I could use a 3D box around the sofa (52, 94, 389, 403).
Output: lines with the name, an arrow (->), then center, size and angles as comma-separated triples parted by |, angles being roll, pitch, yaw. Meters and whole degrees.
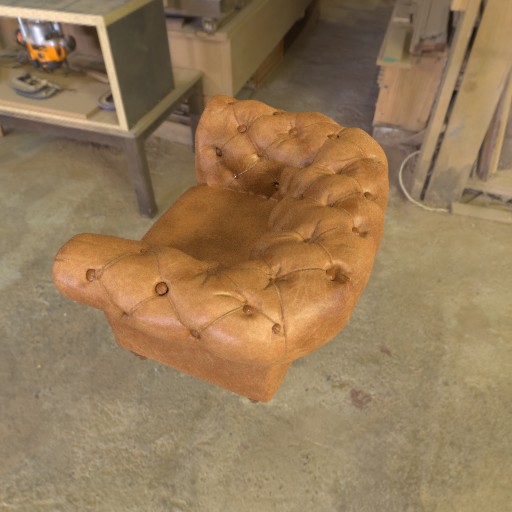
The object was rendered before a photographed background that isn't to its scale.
sofa -> 0.000, 0.000, 2.028 | 1.033, 0.878, 1.405 | 16, 47, 15
